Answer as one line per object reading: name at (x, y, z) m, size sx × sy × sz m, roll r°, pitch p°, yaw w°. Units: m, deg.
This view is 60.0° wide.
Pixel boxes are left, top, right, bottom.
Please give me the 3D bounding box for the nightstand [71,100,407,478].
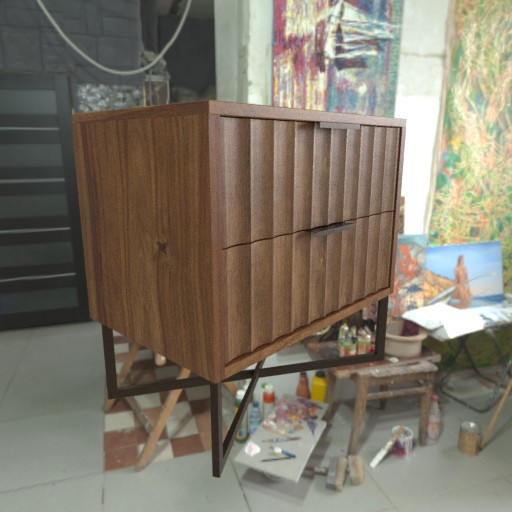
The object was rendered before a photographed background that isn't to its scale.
nightstand at (0.000, 0.000, 1.023) m, size 0.427 × 0.615 × 0.613 m, roll 13°, pitch 19°, yaw 41°
